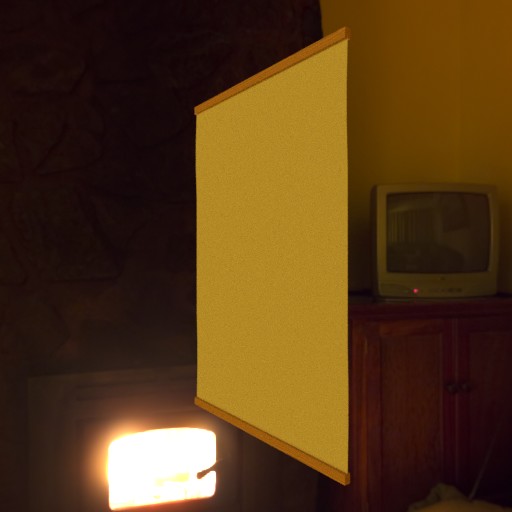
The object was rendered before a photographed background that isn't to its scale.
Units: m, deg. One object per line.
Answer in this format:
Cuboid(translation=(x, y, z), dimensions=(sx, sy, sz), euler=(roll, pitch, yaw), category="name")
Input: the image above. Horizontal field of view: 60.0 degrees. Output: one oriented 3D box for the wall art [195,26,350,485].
Cuboid(translation=(0.000, 0.000, 1.880), dimensions=(0.025, 1.521, 1.011), euler=(0, 0, -37), category="wall art")
